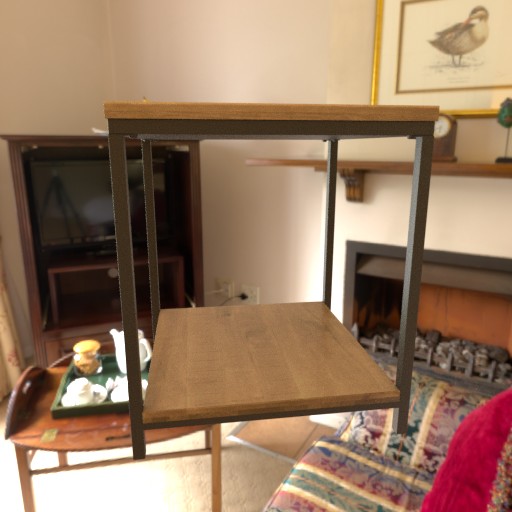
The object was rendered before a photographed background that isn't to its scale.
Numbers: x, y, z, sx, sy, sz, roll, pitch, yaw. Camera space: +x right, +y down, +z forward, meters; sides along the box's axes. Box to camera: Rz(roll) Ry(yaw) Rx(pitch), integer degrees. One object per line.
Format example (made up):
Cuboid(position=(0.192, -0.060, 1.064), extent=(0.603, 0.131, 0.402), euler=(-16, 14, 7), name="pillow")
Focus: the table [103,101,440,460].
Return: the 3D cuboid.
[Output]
Cuboid(position=(0.000, 0.000, 0.969), extent=(0.507, 0.589, 0.503), euler=(-2, 14, -8), name="table")
